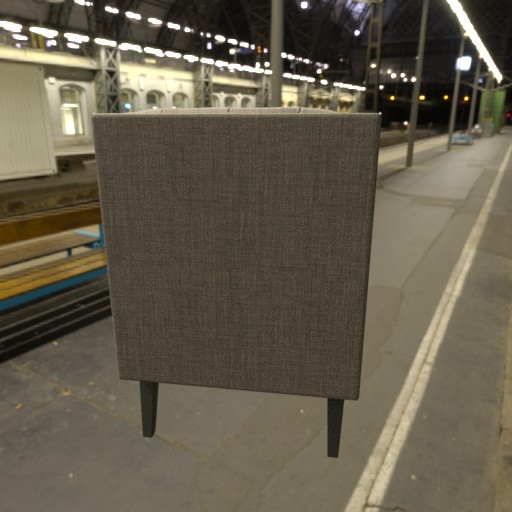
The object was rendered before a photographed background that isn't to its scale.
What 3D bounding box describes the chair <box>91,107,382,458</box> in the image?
[{"bbox_3d":[0.000,0.000,1.422,0.655,0.891,0.771,3,18,8],"label":"chair"}]
